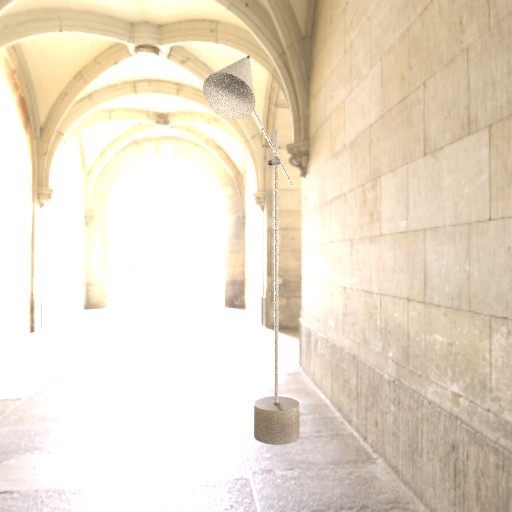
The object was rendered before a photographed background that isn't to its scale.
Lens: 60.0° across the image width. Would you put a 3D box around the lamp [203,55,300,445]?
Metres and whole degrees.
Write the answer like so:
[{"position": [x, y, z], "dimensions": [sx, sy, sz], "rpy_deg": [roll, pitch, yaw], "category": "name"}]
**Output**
[{"position": [0.000, 0.000, 1.637], "dimensions": [0.223, 1.430, 0.508], "rpy_deg": [0, -1, 37], "category": "lamp"}]
